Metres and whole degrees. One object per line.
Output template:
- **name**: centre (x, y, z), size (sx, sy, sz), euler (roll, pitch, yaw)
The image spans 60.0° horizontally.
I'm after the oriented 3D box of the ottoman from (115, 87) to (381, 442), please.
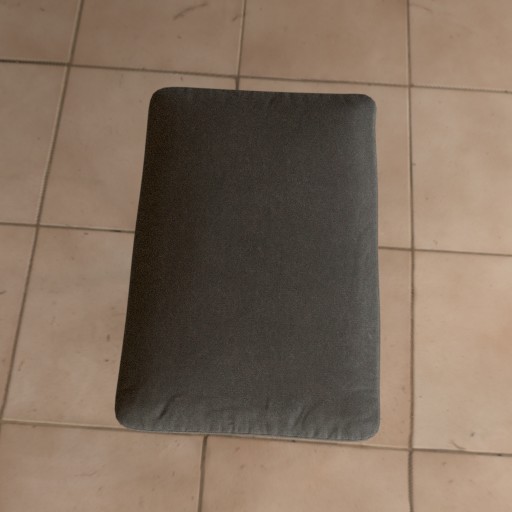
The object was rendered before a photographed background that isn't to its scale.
- **ottoman**: centre (0.000, 0.000, 1.594), size (0.840, 0.429, 1.199), euler (3, 77, 1)
